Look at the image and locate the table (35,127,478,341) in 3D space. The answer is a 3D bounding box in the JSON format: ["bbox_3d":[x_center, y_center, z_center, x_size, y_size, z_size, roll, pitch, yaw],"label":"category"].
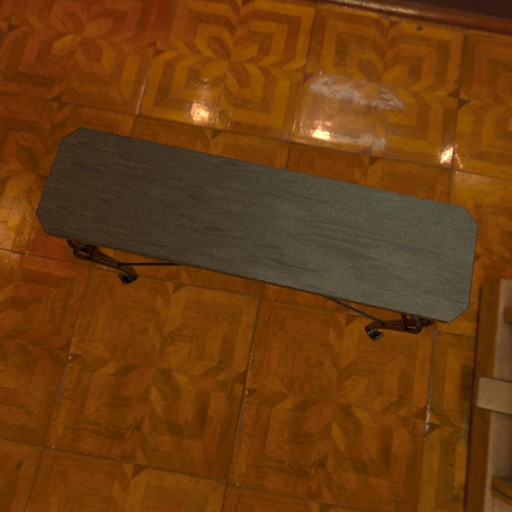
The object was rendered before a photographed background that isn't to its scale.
[{"bbox_3d":[0.000,0.000,1.482,1.112,0.800,0.329,12,77,3],"label":"table"}]
